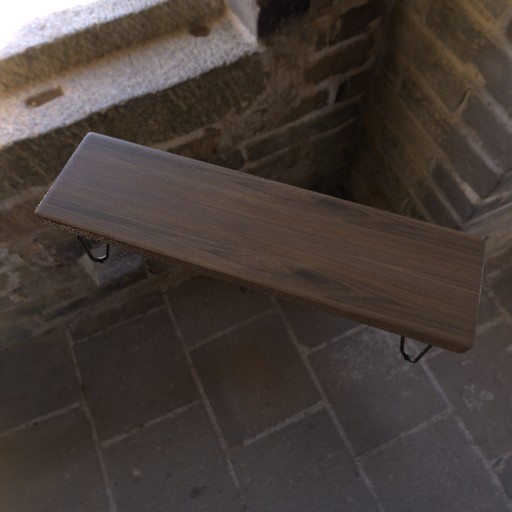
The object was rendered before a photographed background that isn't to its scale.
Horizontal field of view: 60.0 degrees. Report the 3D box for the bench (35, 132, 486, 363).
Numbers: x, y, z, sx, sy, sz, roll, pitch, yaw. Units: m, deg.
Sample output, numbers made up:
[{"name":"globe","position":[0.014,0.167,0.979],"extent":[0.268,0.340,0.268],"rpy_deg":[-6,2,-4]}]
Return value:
[{"name":"bench","position":[0.000,0.000,1.786],"extent":[1.570,0.462,0.425],"rpy_deg":[17,64,8]}]
